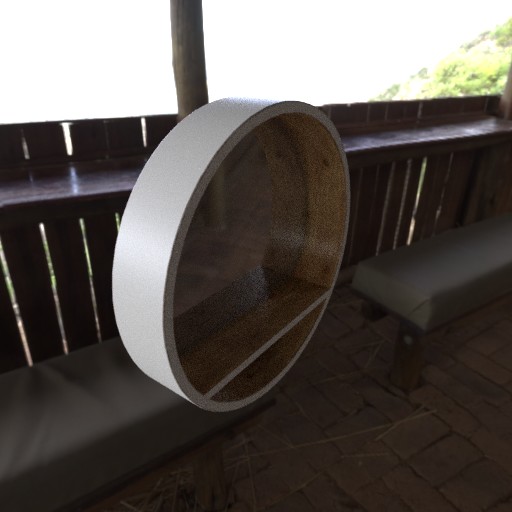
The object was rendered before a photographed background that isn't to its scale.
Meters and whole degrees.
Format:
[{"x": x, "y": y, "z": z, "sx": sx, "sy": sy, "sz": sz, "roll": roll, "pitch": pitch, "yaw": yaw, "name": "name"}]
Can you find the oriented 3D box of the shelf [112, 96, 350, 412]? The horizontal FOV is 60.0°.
[{"x": 0.000, "y": 0.000, "z": 1.198, "sx": 0.158, "sy": 0.807, "sz": 0.806, "roll": 18, "pitch": 31, "yaw": 33, "name": "shelf"}]
